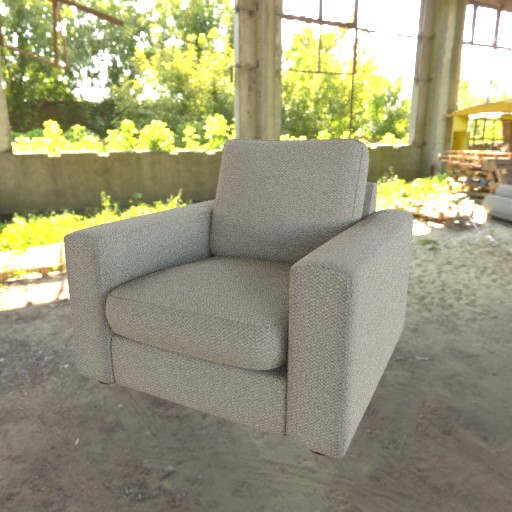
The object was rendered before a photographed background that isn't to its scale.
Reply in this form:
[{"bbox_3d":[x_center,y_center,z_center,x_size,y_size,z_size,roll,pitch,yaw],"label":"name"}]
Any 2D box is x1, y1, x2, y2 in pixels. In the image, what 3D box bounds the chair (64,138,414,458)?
[{"bbox_3d":[0.000,0.000,1.702,1.005,0.873,1.016,7,16,26],"label":"chair"}]
